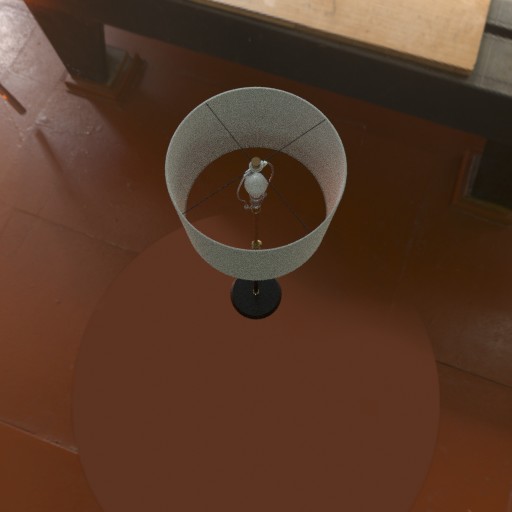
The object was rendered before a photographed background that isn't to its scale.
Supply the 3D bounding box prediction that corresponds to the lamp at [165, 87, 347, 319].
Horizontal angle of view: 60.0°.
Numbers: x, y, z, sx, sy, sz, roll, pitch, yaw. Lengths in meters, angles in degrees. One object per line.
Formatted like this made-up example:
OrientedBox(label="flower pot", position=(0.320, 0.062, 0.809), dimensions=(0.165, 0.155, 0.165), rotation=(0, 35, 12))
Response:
OrientedBox(label="lamp", position=(0.000, 0.000, 1.700), dimensions=(0.404, 1.517, 0.404), rotation=(-35, 77, -9))
